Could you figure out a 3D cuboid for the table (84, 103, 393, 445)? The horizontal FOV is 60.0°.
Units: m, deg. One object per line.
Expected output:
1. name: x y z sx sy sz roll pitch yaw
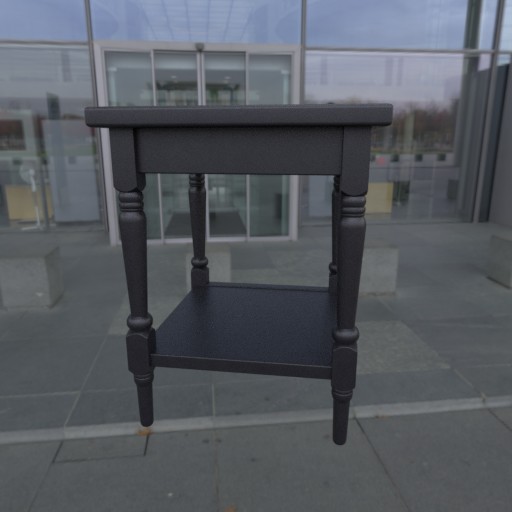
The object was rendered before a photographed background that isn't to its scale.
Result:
1. table: 0.000 0.000 0.926 0.442 0.565 0.488 2 15 8
